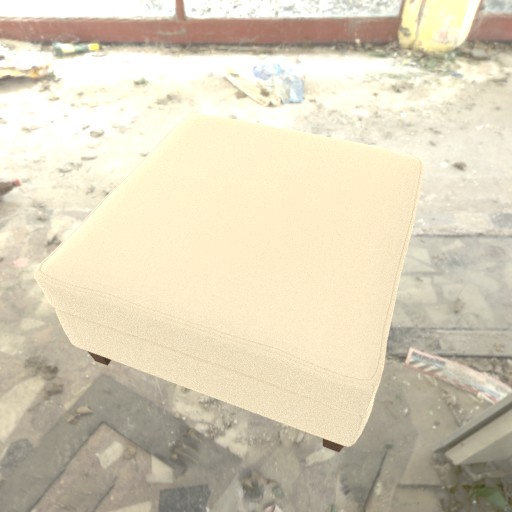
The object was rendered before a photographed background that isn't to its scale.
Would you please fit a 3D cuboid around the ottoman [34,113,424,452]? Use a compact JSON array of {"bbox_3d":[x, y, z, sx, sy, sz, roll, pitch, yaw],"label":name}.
[{"bbox_3d":[0.000,0.000,1.335,0.838,0.479,0.838,15,48,14],"label":"ottoman"}]
